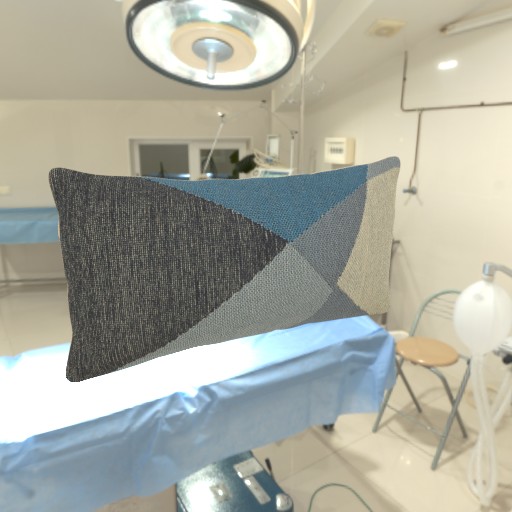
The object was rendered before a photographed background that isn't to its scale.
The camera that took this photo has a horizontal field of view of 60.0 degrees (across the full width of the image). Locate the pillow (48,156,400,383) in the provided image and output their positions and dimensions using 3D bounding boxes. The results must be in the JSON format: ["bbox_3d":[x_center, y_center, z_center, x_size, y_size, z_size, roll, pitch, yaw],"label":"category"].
[{"bbox_3d":[0.000,0.000,0.723,0.604,0.307,0.148,-8,17,-26],"label":"pillow"}]
